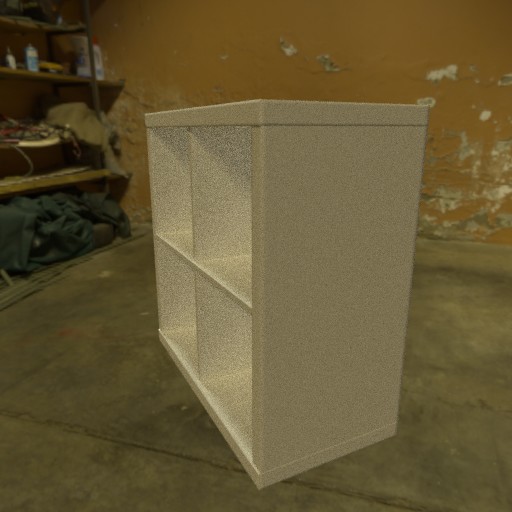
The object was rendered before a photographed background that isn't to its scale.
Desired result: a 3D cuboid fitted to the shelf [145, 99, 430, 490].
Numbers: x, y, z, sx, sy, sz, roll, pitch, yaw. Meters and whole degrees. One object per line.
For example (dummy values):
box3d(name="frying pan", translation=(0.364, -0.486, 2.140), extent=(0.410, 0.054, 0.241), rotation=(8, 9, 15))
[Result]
box3d(name="shelf", translation=(0.000, 0.000, 1.259), extent=(0.390, 0.786, 0.790), rotation=(-8, 18, -26))
